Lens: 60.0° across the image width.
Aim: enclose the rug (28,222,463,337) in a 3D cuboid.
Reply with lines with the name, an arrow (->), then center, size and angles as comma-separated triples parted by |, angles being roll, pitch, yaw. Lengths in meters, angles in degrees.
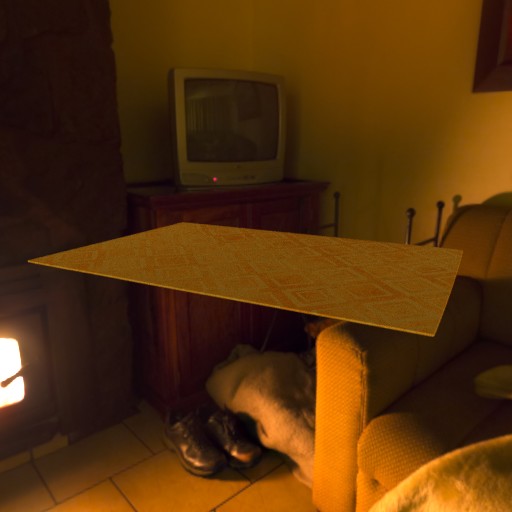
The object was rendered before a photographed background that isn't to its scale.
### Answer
rug -> 0.000, 0.000, 2.223 | 1.829, 0.010, 1.213 | 7, 16, 27
